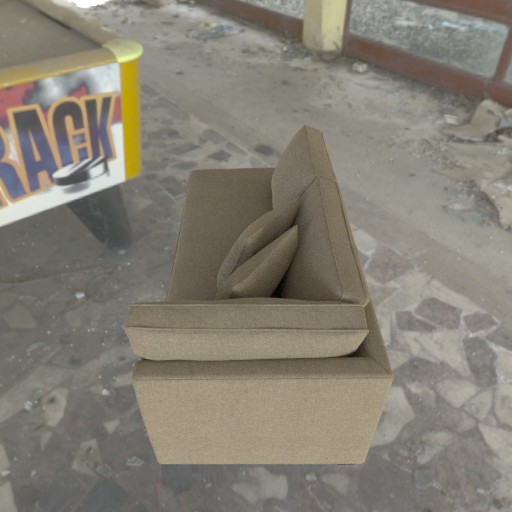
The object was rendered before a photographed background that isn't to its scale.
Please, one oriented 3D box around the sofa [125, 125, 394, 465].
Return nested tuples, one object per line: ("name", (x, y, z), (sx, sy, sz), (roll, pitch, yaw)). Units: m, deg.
("sofa", (0.000, 0.000, 2.802), (1.110, 1.019, 2.238), (0, 41, -1))
